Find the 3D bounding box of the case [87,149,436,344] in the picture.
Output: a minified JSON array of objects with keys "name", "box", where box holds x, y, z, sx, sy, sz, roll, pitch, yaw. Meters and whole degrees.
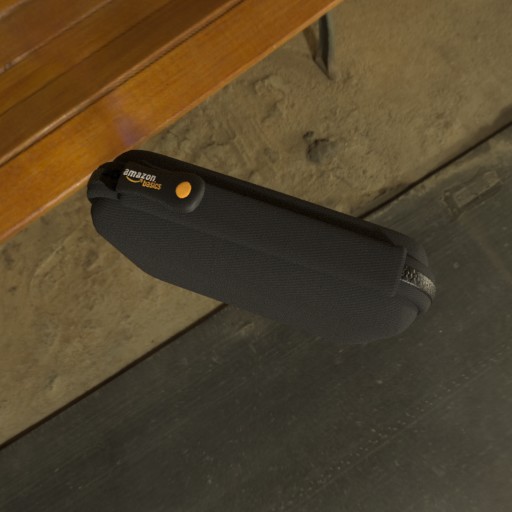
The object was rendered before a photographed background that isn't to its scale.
[{"name":"case","box":[0.000,0.000,0.185,0.132,0.105,0.038,19,77,5]}]
